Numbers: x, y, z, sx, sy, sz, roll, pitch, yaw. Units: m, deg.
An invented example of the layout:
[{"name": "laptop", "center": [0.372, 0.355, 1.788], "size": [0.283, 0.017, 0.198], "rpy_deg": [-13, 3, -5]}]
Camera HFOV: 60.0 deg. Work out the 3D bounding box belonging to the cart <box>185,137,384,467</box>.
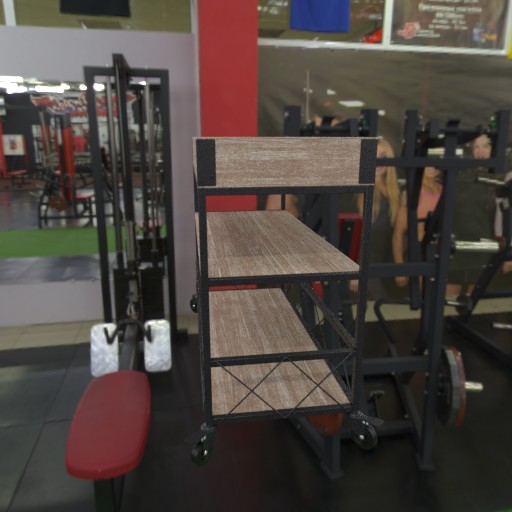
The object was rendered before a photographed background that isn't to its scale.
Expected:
[{"name": "cart", "center": [0.000, 0.000, 1.520], "size": [0.500, 0.787, 1.101], "rpy_deg": [-2, 15, -8]}]
